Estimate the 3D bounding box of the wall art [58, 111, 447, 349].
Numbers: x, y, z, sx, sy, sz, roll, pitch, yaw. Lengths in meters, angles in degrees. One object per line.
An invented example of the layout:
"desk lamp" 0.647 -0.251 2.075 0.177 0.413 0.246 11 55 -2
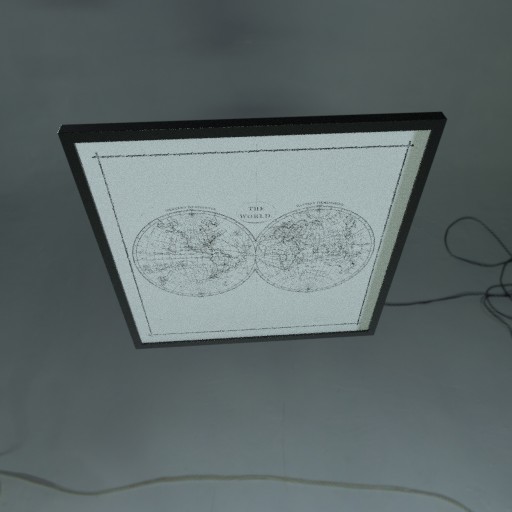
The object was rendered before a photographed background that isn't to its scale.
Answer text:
"wall art" 0.000 0.000 1.167 0.773 0.775 0.031 -3 46 -3
